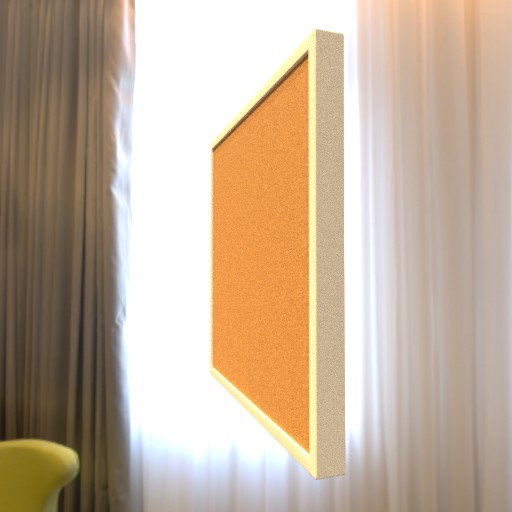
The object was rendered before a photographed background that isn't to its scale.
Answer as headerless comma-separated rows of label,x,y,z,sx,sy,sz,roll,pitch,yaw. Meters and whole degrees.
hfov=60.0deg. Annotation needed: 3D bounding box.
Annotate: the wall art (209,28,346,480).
wall art,0.000,0.000,0.741,0.038,0.508,0.508,0,-1,-19
